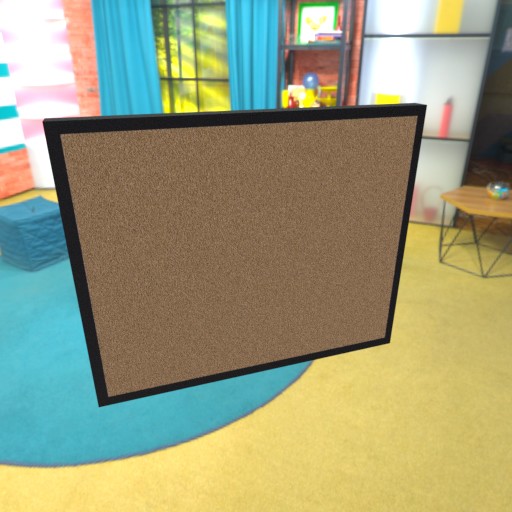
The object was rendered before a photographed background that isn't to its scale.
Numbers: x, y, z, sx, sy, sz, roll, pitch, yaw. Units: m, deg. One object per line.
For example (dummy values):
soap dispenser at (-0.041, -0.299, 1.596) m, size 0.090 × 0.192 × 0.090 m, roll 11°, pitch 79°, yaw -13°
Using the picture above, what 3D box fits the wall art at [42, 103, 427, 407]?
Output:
wall art at (0.000, 0.000, 0.724) m, size 0.554 × 0.454 × 0.030 m, roll -8°, pitch 26°, yaw -17°
